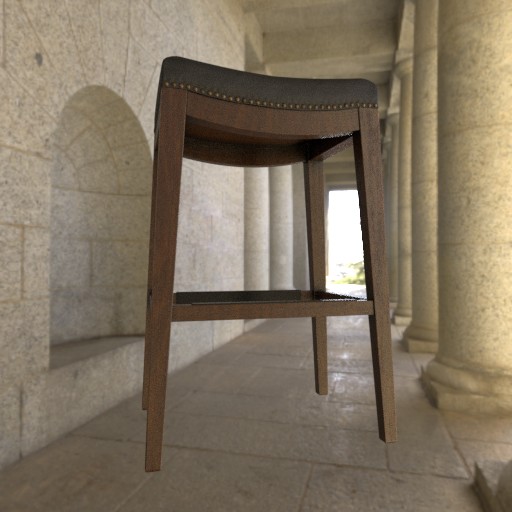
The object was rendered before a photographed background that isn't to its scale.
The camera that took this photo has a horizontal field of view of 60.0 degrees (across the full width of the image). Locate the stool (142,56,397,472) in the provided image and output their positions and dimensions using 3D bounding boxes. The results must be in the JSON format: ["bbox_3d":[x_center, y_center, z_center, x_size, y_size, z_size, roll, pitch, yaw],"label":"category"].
[{"bbox_3d":[0.000,0.000,1.018,0.500,0.765,0.361,0,-1,-15],"label":"stool"}]
